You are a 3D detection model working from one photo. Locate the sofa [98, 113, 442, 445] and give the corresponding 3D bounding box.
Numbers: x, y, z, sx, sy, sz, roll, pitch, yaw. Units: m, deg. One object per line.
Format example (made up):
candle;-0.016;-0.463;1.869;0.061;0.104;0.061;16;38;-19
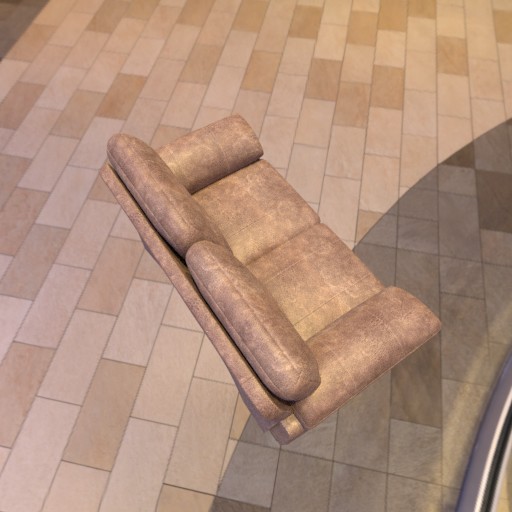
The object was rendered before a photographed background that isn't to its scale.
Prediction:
sofa;0.000;0.000;2.403;0.991;0.991;1.753;-31;64;-17
